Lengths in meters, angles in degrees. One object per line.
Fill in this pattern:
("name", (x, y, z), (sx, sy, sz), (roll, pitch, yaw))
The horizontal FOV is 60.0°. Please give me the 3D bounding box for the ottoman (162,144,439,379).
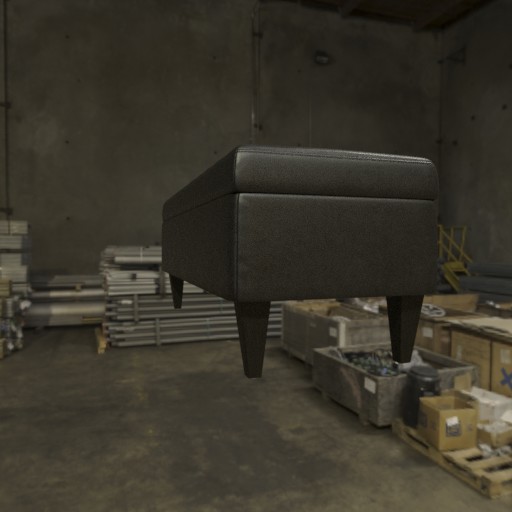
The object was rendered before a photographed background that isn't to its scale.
("ottoman", (0.000, 0.000, 1.436), (0.482, 0.469, 1.151), (0, 1, -18))
